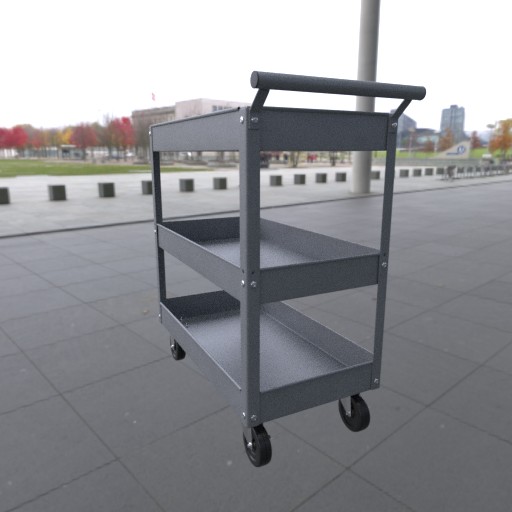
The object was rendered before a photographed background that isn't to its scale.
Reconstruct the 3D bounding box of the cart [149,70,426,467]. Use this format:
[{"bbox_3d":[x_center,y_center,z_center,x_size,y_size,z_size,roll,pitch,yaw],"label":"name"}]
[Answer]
[{"bbox_3d":[0.000,0.000,1.165,0.366,0.780,0.719,-7,15,-27],"label":"cart"}]
